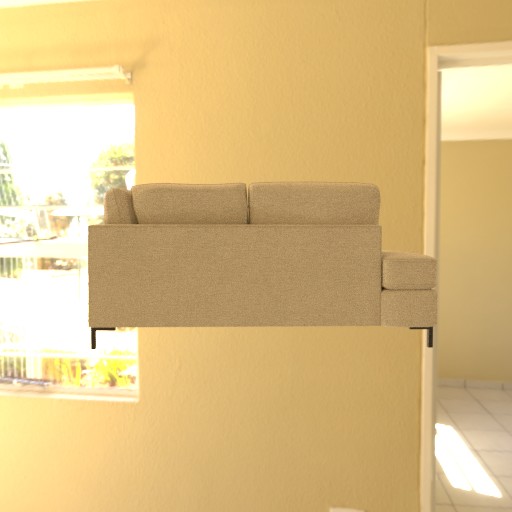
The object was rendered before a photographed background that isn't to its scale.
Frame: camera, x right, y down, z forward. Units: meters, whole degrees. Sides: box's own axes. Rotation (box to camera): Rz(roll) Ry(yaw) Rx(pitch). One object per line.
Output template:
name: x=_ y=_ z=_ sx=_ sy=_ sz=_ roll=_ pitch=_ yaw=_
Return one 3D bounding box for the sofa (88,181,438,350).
sofa: x=0.000 y=0.000 z=4.233 sx=2.048 sy=0.996 sz=3.384 roll=0 pitch=2 yaw=-2
